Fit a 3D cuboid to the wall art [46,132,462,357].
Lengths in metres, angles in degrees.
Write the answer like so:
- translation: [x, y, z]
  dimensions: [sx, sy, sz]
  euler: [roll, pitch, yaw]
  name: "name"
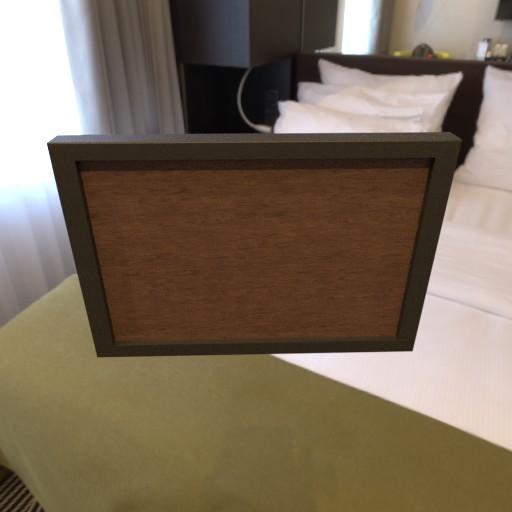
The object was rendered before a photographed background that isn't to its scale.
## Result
- translation: [0.000, 0.000, 0.850]
  dimensions: [0.671, 0.456, 0.051]
  euler: [-1, 30, -1]
  name: "wall art"
